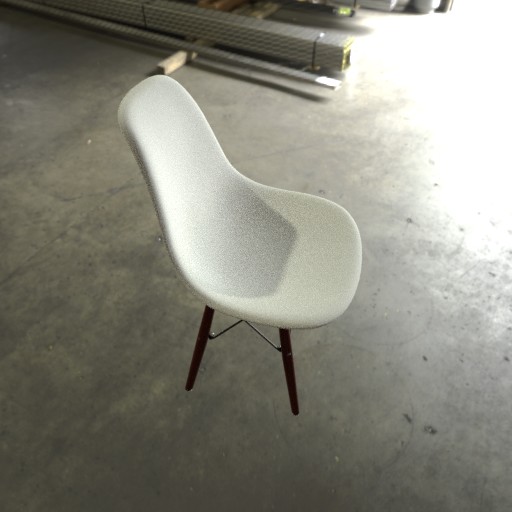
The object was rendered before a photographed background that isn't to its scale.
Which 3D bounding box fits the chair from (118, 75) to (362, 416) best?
[{"bbox_3d":[0.000,0.000,1.150,0.533,0.826,0.470,11,46,11],"label":"chair"}]
